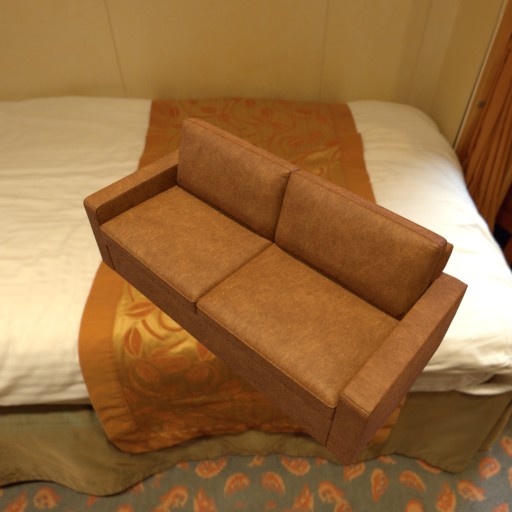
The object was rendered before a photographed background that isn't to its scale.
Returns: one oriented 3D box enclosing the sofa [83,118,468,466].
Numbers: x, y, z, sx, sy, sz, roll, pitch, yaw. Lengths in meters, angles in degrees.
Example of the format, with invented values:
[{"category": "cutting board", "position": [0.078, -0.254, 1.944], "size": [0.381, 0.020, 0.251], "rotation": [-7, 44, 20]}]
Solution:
[{"category": "sofa", "position": [0.000, 0.000, 2.629], "size": [2.156, 0.928, 0.991], "rotation": [33, 53, 28]}]
